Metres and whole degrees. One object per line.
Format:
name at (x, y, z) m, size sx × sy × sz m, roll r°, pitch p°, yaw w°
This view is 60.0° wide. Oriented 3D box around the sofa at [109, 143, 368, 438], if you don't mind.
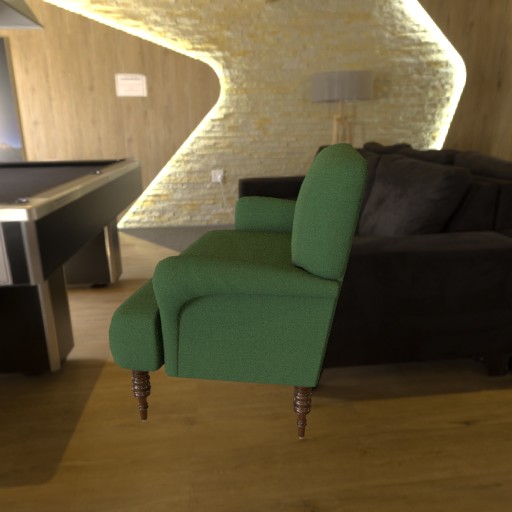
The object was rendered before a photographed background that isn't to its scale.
sofa at (0.000, 0.000, 1.863) m, size 0.779 × 0.889 × 1.297 m, roll 3°, pitch 17°, yaw 9°
